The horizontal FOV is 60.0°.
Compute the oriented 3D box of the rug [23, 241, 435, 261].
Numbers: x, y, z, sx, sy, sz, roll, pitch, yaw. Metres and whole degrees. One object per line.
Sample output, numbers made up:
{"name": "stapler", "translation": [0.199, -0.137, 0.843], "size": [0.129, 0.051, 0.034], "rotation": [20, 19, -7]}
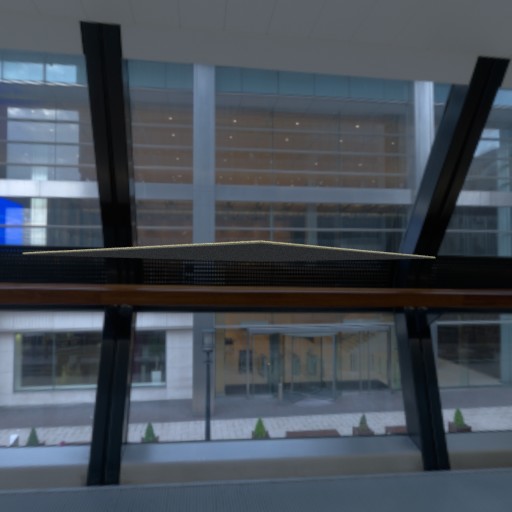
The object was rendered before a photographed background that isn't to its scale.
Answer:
{"name": "rug", "translation": [0.000, 0.000, 4.229], "size": [2.452, 0.016, 3.204], "rotation": [-1, -2, 37]}
